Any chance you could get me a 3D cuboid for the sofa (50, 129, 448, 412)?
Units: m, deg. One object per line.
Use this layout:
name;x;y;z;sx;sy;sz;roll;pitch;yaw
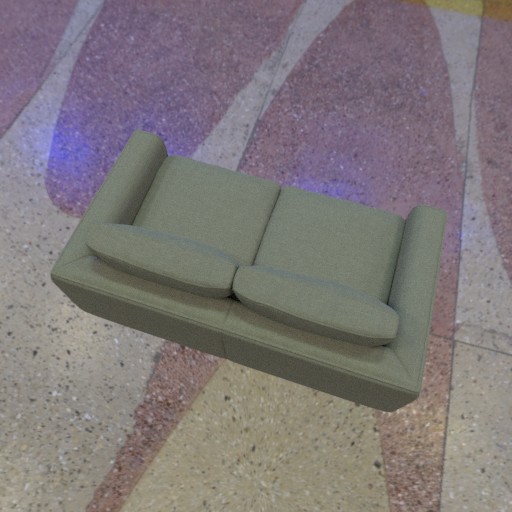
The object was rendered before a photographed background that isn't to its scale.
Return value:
sofa;0.000;0.000;2.475;1.920;0.800;1.069;16;64;8
